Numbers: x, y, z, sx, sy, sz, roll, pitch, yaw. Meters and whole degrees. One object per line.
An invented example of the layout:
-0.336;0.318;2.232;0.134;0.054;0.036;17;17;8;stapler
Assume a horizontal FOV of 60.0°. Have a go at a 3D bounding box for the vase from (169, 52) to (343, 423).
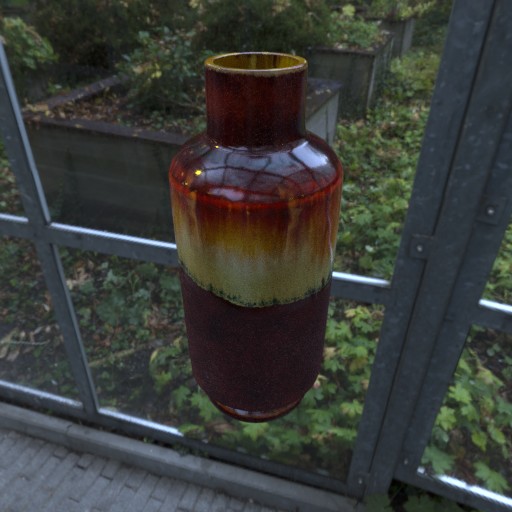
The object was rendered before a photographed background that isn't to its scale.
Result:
0.000;0.000;0.318;0.111;0.261;0.111;0;34;0;vase
